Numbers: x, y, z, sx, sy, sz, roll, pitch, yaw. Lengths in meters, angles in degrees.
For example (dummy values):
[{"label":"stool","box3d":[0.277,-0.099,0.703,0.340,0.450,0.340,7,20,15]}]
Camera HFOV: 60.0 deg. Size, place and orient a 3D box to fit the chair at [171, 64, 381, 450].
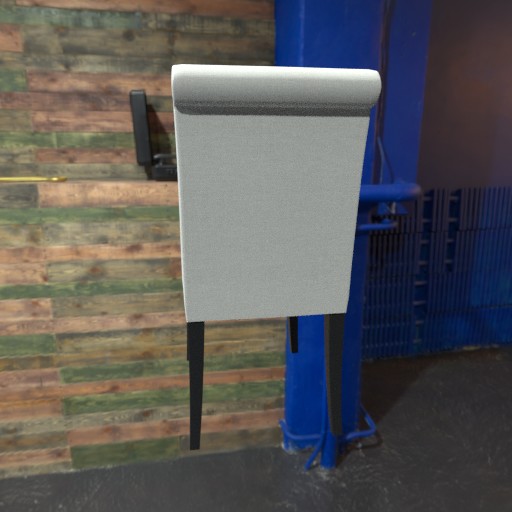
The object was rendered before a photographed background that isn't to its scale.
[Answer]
[{"label":"chair","box3d":[0.000,0.000,1.354,0.452,0.976,0.708,-2,14,-9]}]
